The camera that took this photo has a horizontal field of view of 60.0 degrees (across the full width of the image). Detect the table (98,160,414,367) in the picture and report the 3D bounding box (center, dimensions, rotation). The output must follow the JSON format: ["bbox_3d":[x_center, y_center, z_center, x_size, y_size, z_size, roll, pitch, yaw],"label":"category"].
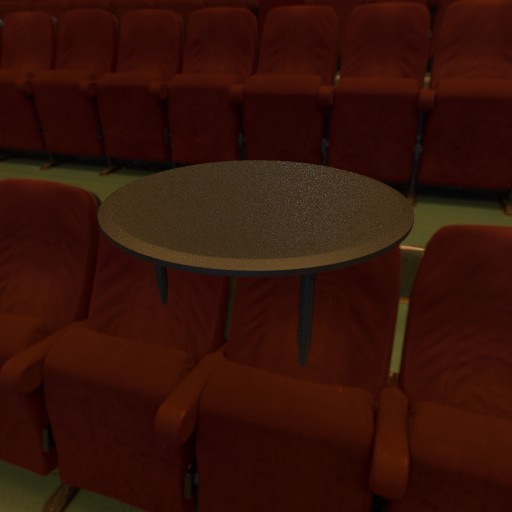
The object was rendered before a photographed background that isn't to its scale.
[{"bbox_3d":[0.000,0.000,1.406,0.900,0.400,0.900,0,26,0],"label":"table"}]
